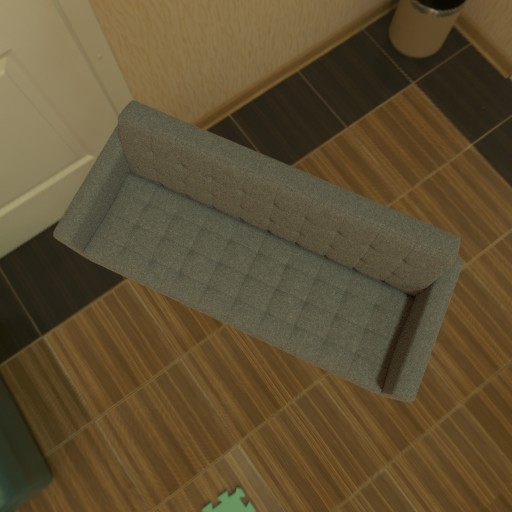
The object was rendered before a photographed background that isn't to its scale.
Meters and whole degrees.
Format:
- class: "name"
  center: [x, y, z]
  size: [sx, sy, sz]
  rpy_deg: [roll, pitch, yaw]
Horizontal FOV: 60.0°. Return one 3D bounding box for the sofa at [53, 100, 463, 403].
- class: "sofa"
  center: [0.000, 0.000, 2.476]
  size: [2.040, 0.850, 0.810]
  rpy_deg: [24, 77, 6]
